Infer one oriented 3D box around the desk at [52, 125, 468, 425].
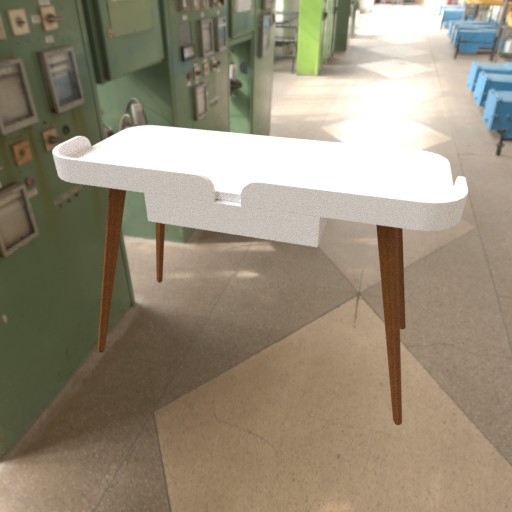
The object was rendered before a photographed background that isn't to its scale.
[{"bbox_3d":[0.000,0.000,1.598,1.206,0.807,0.534,9,34,14],"label":"desk"}]
